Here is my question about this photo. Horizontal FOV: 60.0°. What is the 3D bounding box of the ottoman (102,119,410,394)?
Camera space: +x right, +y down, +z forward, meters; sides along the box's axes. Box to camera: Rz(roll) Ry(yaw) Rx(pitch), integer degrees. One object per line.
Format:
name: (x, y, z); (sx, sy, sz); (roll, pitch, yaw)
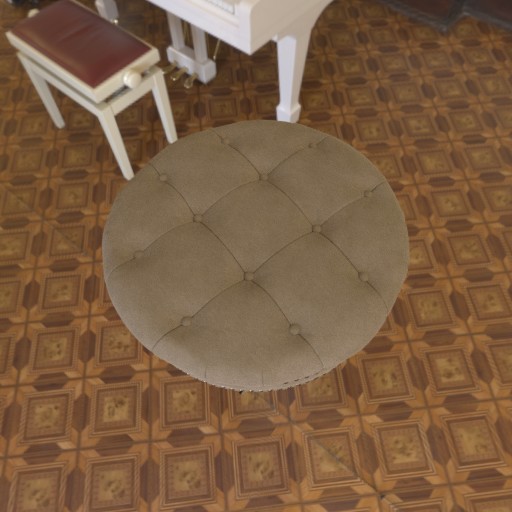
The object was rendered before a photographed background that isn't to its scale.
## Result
ottoman: (0.000, 0.000, 1.436); (0.901, 0.439, 0.901); (0, 60, 0)
